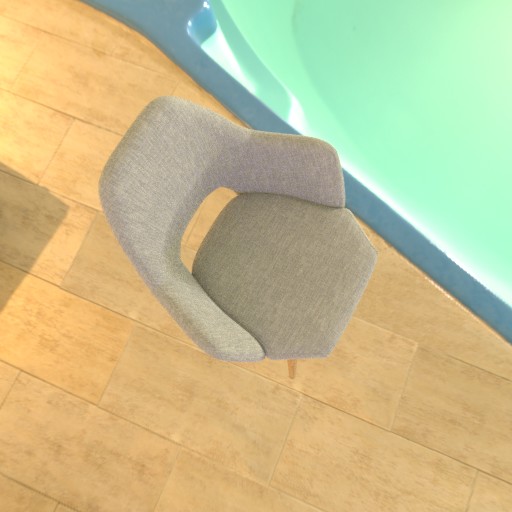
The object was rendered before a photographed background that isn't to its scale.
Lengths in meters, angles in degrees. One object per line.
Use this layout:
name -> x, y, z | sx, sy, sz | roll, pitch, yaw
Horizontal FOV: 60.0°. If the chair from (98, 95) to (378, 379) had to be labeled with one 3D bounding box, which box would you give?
chair -> 0.000, 0.000, 1.247 | 0.610, 0.840, 0.590 | 28, 77, 7
